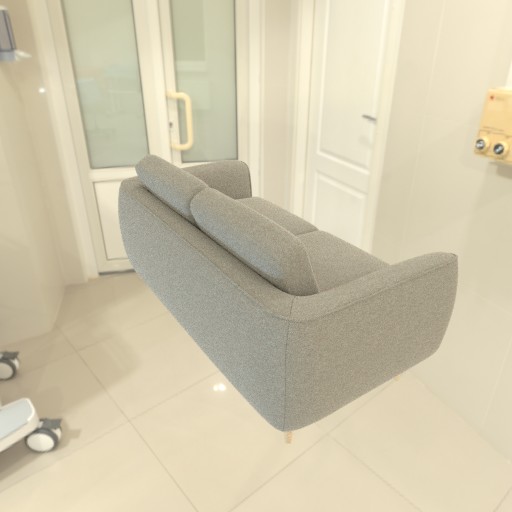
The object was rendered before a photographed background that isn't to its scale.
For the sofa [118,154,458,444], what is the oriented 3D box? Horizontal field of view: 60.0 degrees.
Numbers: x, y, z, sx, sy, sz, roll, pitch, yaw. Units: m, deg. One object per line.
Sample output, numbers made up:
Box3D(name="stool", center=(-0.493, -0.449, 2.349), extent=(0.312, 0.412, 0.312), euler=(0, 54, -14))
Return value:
Box3D(name="sofa", center=(0.000, 0.000, 2.210), extent=(0.920, 0.850, 1.700), euler=(-17, 32, -29))
